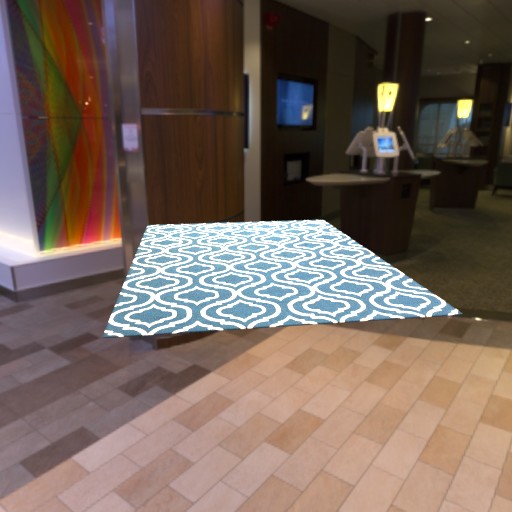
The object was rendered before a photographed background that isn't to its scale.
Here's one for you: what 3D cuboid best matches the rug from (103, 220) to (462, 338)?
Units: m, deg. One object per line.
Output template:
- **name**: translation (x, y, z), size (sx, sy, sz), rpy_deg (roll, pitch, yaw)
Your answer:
- **rug**: translation (0.000, 0.000, 4.524), size (2.438, 0.010, 3.353), rpy_deg (-2, 16, -8)
